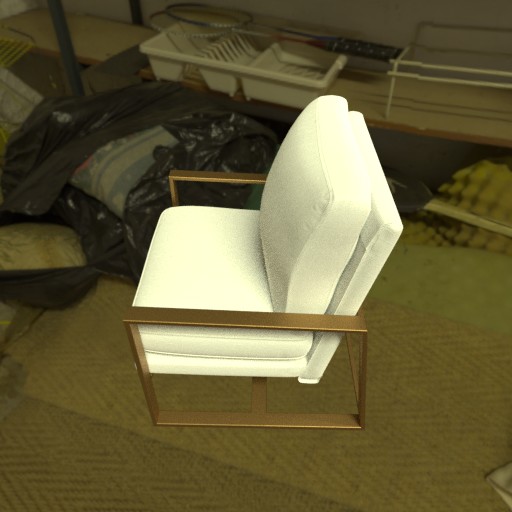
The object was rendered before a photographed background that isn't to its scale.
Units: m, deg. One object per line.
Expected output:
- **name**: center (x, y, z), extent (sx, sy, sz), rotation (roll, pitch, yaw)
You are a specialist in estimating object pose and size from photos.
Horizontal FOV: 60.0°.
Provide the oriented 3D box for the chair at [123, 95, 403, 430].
- **chair**: center (0.000, 0.000, 1.591), extent (0.813, 0.966, 0.805), rotation (1, 42, 1)
